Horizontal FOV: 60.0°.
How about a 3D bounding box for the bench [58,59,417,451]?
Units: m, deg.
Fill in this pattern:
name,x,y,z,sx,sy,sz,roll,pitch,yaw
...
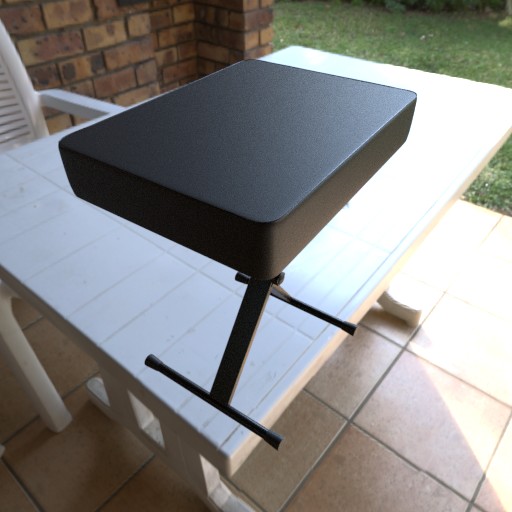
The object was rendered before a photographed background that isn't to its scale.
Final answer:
name,x,y,z,sx,sy,sz,roll,pitch,yaw
bench,0.000,0.000,0.763,0.321,0.500,0.424,23,45,26
